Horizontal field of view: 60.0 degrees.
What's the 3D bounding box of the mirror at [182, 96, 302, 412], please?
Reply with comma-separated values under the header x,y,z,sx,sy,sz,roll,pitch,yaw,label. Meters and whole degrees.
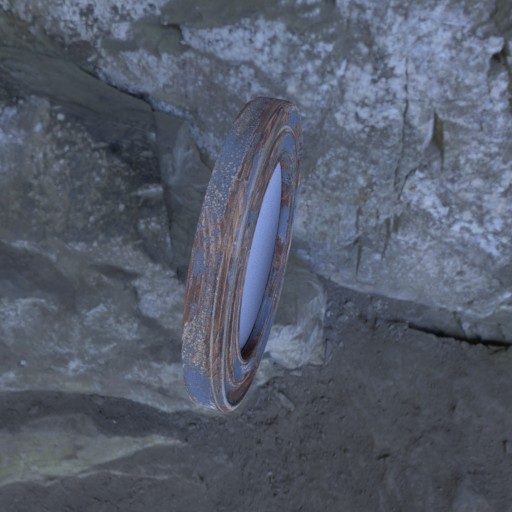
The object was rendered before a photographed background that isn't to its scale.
x,y,z,sx,sy,sz,roll,pitch,yaw,label
0.000,0.000,0.867,0.061,0.585,0.585,12,47,11,mirror
